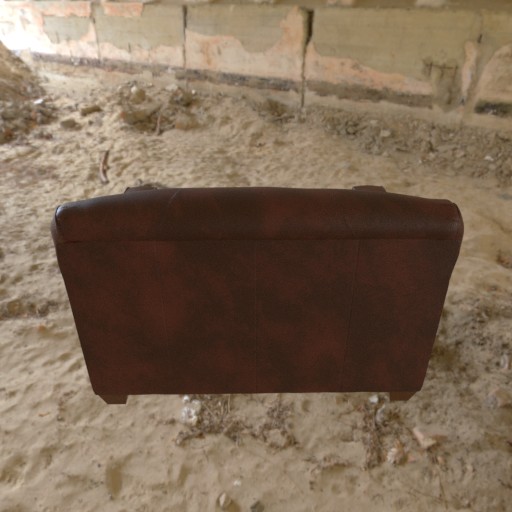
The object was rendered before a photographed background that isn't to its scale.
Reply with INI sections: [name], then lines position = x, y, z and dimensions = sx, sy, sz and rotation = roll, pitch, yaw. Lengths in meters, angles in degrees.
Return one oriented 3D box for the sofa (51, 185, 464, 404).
[sofa]
position = 0.000, 0.000, 2.066
dimensions = 1.413, 0.956, 1.000
rotation = 0, 30, -1
